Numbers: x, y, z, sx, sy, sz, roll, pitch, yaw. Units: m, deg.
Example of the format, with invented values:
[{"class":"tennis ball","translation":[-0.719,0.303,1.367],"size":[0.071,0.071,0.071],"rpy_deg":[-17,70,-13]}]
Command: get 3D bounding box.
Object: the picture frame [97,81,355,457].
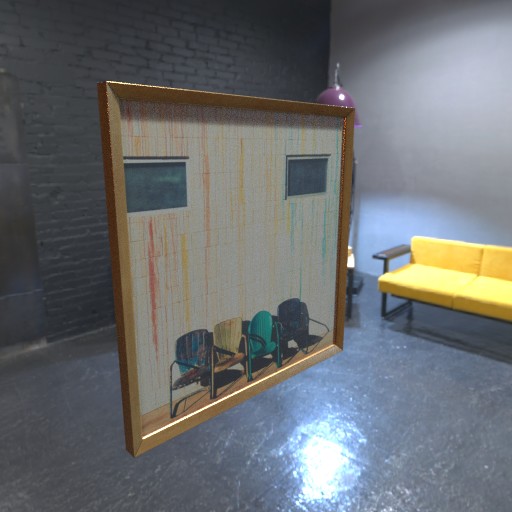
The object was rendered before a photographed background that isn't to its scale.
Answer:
[{"class":"picture frame","translation":[0.000,0.000,1.130],"size":[0.758,0.761,0.037],"rpy_deg":[-13,18,-42]}]
